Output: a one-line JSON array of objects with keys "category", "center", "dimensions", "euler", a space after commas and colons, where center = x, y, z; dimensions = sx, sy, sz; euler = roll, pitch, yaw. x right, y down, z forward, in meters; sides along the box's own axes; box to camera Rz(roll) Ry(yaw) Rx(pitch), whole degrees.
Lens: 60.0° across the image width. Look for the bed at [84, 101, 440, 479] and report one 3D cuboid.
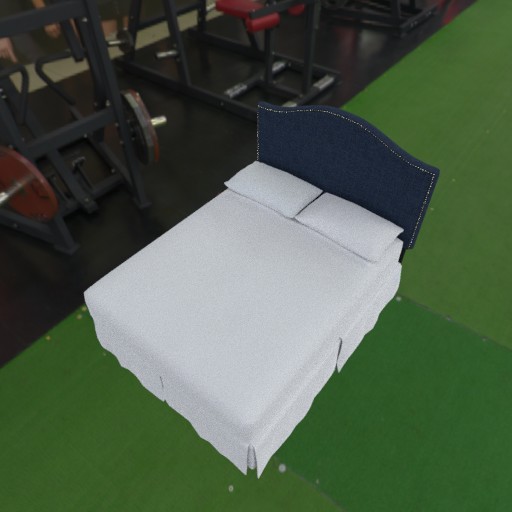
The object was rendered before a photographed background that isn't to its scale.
[{"category": "bed", "center": [0.000, 0.000, 3.341], "dimensions": [1.725, 1.518, 2.153], "euler": [30, 53, 26]}]
